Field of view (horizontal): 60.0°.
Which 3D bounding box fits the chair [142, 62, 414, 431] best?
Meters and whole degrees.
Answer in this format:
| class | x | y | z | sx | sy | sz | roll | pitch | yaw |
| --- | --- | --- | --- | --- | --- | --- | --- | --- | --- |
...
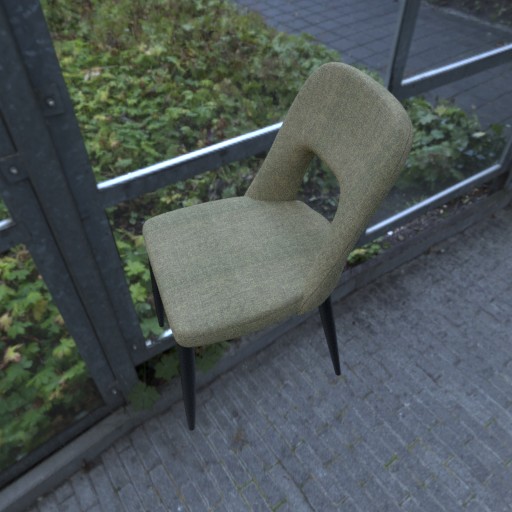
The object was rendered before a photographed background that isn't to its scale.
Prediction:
| class | x | y | z | sx | sy | sz | roll | pitch | yaw |
| --- | --- | --- | --- | --- | --- | --- | --- | --- | --- |
| chair | 0.000 | 0.000 | 1.263 | 0.612 | 0.931 | 0.470 | -16 | 48 | -15 |
